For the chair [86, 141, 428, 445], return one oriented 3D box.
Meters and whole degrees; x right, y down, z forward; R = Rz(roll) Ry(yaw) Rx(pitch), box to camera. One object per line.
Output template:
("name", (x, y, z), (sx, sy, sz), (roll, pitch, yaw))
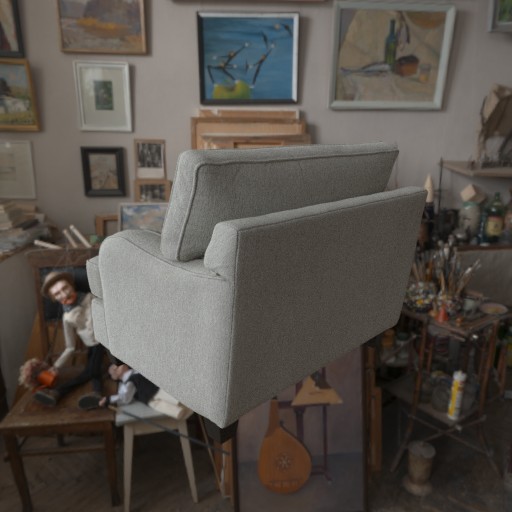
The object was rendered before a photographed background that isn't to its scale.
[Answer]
("chair", (0.000, 0.000, 2.045), (1.220, 1.016, 1.041), (-15, 22, -42))
